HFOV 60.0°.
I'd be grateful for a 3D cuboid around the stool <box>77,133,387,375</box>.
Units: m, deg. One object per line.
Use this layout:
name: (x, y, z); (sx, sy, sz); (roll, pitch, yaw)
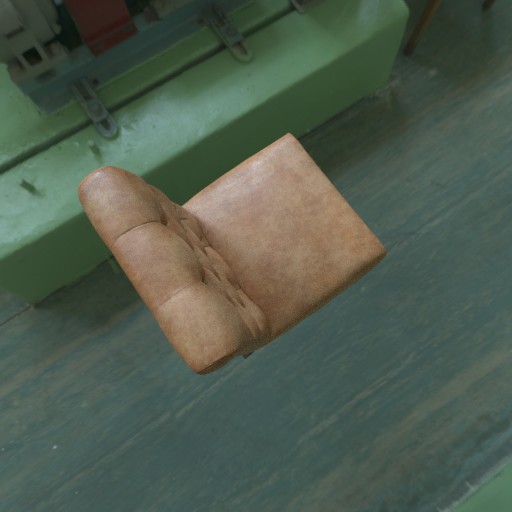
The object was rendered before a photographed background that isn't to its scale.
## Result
stool: (0.000, 0.000, 1.373); (0.601, 1.047, 0.493); (-35, 79, -8)
